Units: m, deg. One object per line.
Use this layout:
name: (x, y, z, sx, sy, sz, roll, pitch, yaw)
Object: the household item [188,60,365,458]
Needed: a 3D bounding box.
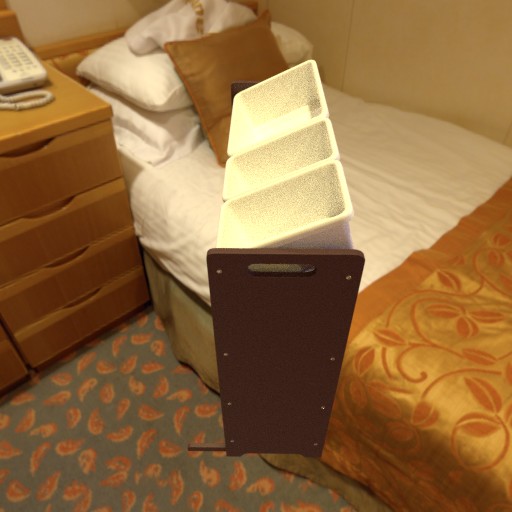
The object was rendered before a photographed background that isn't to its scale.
household item: (0.000, 0.000, 1.287, 0.389, 0.864, 0.787, 1, 42, 1)
